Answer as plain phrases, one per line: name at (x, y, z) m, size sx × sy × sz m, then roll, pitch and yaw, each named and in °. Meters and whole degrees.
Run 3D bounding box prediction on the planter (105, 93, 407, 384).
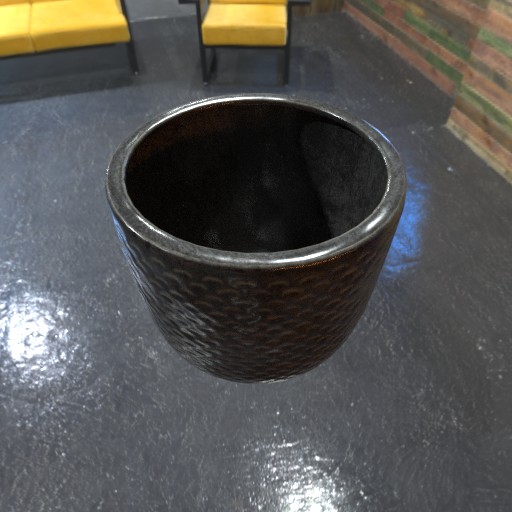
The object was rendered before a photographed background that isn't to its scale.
planter at (0.000, 0.000, 0.253) m, size 0.140 × 0.129 × 0.140 m, roll 0°, pitch 46°, yaw 0°
